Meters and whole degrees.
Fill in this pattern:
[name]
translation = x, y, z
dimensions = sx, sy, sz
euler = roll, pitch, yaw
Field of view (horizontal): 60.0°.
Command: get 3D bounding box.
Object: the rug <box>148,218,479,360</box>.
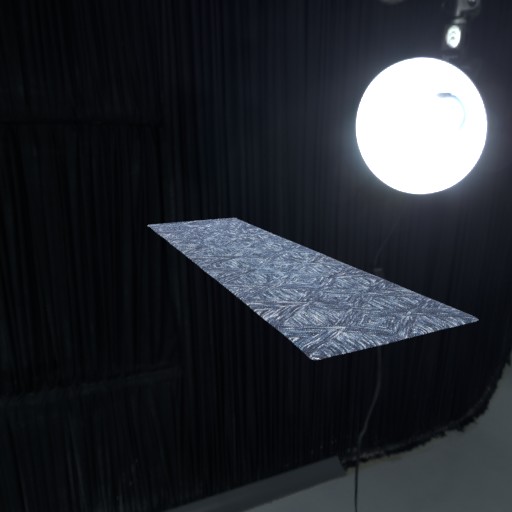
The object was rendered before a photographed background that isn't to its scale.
[rug]
translation = 0.000, 0.000, 2.452
dimensions = 0.719, 0.013, 2.306
euler = -7, 16, -24
